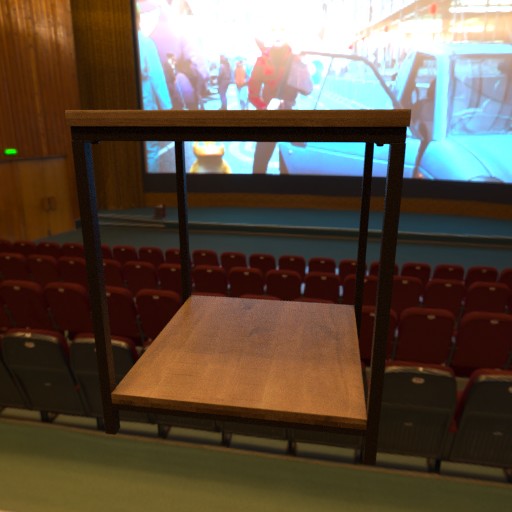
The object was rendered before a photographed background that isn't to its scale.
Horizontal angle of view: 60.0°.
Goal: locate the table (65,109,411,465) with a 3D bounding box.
[{"bbox_3d":[0.000,0.000,0.958,0.507,0.589,0.503,3,17,9],"label":"table"}]
